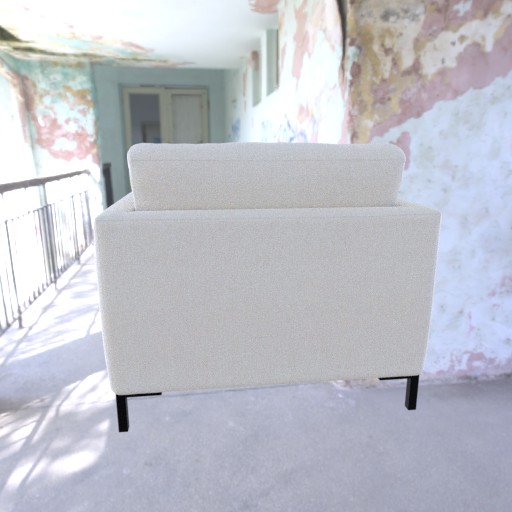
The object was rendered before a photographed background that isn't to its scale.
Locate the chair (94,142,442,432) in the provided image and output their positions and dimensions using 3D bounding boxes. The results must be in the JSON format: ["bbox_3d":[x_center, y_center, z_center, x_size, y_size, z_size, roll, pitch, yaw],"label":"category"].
[{"bbox_3d":[0.000,0.000,1.627,0.964,0.806,0.875,-2,14,-7],"label":"chair"}]
